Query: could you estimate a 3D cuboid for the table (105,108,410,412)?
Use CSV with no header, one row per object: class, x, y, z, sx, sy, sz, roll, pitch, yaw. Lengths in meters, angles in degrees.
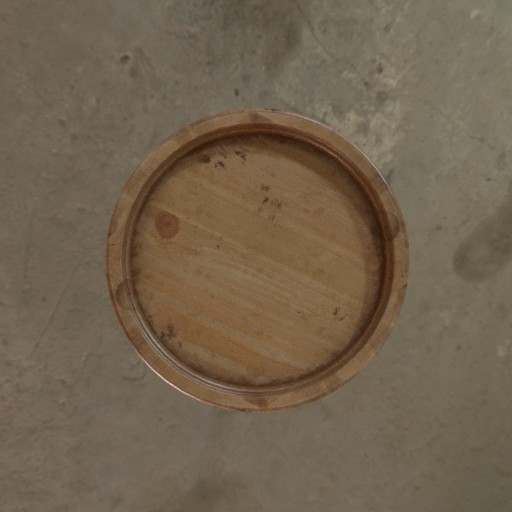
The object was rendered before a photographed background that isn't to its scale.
table,0.000,0.000,0.922,0.414,0.664,0.418,0,90,-1
